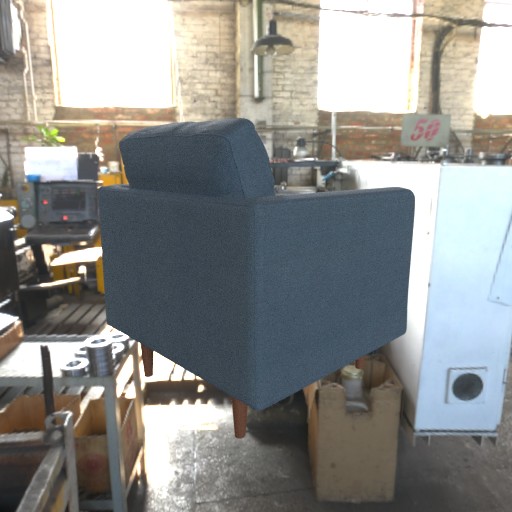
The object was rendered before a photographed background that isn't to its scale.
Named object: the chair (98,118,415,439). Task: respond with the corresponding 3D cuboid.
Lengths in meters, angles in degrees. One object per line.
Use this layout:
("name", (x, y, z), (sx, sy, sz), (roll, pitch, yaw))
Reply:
("chair", (0.000, 0.000, 1.632), (0.820, 0.922, 0.855), (-12, 17, -43))
